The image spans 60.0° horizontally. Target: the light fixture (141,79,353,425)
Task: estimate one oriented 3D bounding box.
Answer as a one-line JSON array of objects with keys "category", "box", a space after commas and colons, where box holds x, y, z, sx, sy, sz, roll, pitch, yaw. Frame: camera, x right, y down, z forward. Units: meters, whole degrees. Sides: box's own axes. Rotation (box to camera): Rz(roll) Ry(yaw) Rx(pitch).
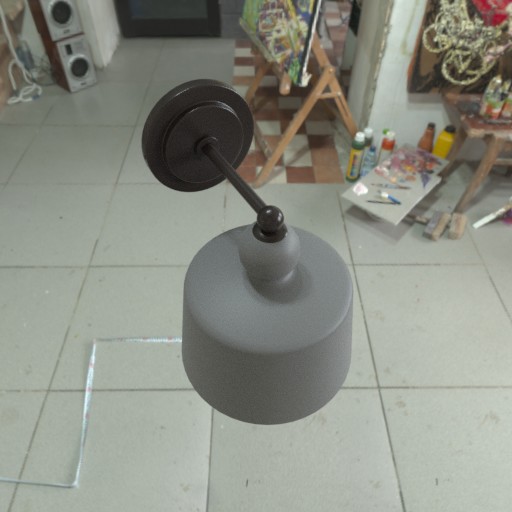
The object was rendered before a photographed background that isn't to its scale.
[{"category": "light fixture", "box": [0.000, 0.000, 0.457, 0.204, 0.268, 0.254, -23, 51, -20]}]
